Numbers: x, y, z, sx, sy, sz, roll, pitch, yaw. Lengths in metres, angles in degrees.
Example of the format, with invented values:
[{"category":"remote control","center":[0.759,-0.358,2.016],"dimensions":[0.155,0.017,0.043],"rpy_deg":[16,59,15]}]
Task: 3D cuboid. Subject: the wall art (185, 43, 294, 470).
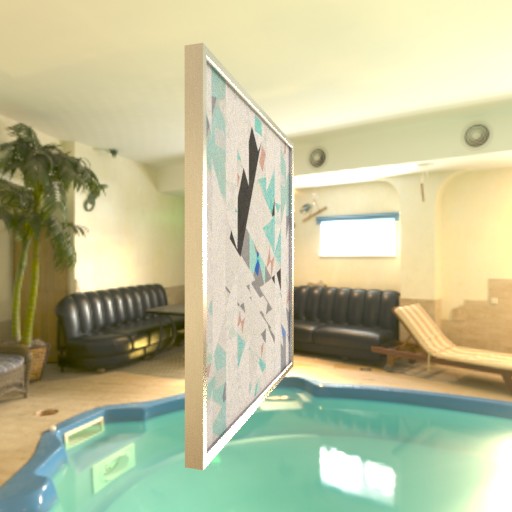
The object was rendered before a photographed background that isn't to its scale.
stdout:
[{"category":"wall art","center":[0.000,0.000,1.227],"dimensions":[0.038,0.806,0.806],"rpy_deg":[0,0,17]}]
